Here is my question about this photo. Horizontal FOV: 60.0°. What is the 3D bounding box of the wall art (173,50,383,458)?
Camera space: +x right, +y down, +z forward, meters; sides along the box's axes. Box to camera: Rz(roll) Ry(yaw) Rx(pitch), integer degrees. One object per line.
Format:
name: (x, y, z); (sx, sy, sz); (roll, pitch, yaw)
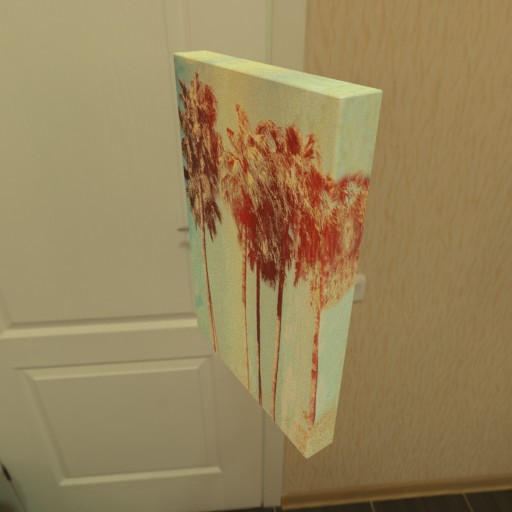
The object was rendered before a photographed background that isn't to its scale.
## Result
wall art: (0.000, 0.000, 0.479); (0.039, 0.380, 0.251); (-20, 37, -29)
